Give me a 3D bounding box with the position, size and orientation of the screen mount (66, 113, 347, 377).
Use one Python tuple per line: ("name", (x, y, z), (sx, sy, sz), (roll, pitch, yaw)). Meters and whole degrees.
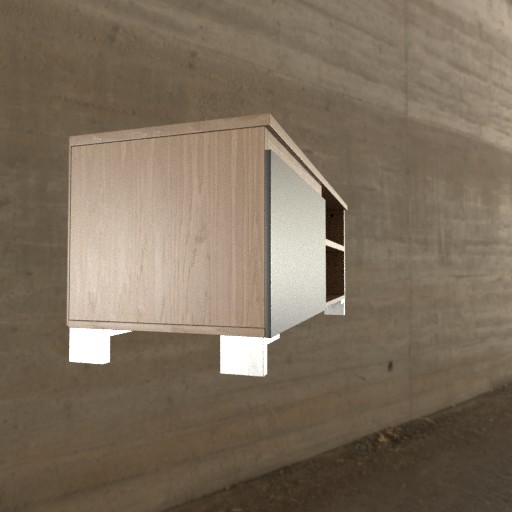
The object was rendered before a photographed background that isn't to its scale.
("screen mount", (0.000, 0.000, 1.298), (0.406, 0.432, 1.084), (-1, -2, 18))
